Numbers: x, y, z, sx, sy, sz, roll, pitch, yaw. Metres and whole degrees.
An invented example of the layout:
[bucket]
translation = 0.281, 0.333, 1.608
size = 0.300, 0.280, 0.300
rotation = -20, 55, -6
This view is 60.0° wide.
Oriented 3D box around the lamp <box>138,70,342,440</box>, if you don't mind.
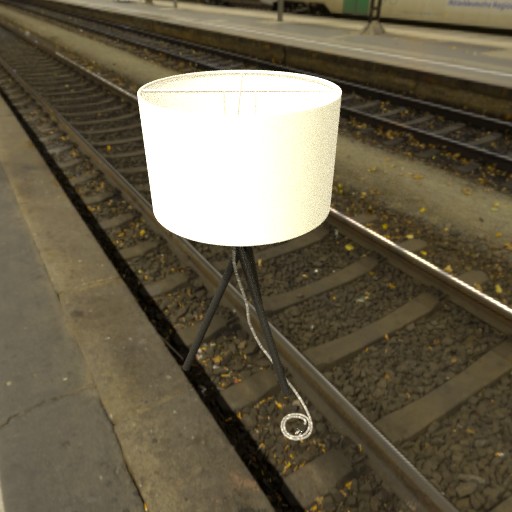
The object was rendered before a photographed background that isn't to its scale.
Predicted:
[lamp]
translation = 0.000, 0.000, 0.944
size = 0.422, 0.674, 0.353
rotation = 21, 38, 30
